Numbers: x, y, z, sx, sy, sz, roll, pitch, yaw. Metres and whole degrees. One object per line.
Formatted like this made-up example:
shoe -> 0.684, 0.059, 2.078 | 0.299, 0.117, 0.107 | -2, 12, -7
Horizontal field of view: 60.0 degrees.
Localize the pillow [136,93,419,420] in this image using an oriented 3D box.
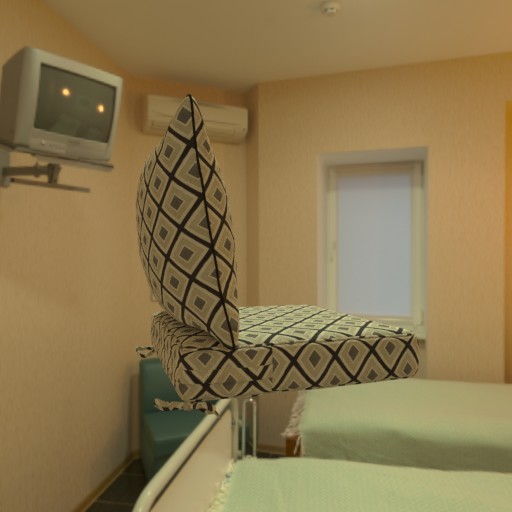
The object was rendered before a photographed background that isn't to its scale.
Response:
pillow -> 0.000, 0.000, 1.406 | 0.733, 0.722, 0.798 | 0, 0, -19
